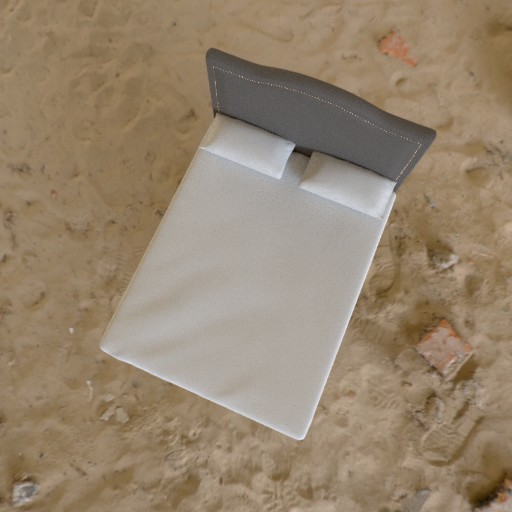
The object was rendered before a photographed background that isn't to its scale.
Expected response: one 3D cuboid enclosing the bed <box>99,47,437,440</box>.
[{"bbox_3d":[0.000,0.000,3.424,1.821,1.436,2.282,23,77,6],"label":"bed"}]
